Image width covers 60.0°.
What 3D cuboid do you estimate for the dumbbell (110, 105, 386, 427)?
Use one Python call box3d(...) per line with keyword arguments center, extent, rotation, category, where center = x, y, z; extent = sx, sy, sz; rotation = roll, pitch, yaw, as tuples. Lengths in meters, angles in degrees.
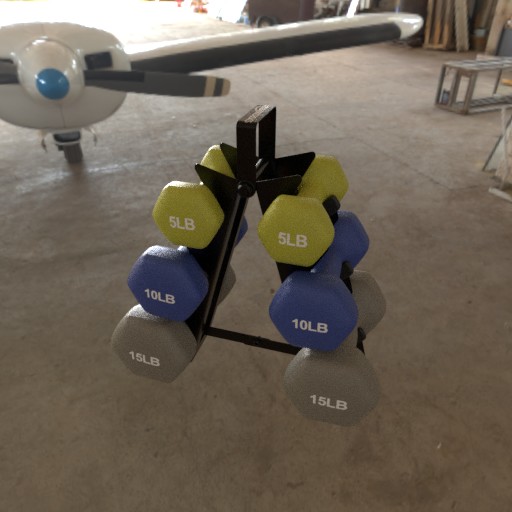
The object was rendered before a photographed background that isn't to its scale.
box3d(center=(0.000, 0.000, 0.672), extent=(0.416, 0.426, 0.261), rotation=(9, 33, 14), category="dumbbell")
